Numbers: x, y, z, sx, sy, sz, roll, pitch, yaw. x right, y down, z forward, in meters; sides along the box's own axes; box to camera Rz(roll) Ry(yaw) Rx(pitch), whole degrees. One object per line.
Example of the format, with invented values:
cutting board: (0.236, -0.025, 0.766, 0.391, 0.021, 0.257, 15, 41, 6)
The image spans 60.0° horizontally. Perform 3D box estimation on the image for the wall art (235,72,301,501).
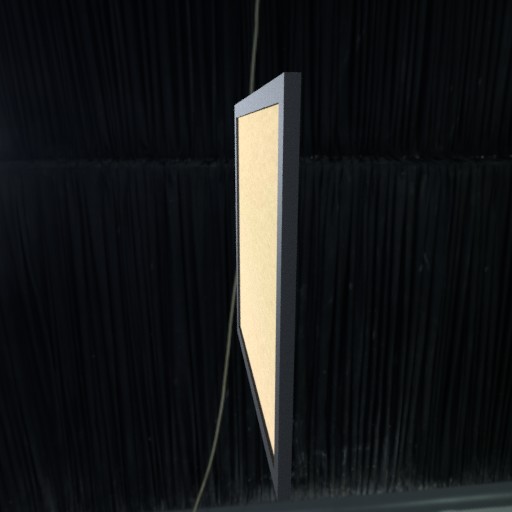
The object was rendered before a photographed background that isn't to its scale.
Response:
wall art: (0.000, 0.000, 0.520, 0.012, 0.357, 0.358, -2, 16, -8)
